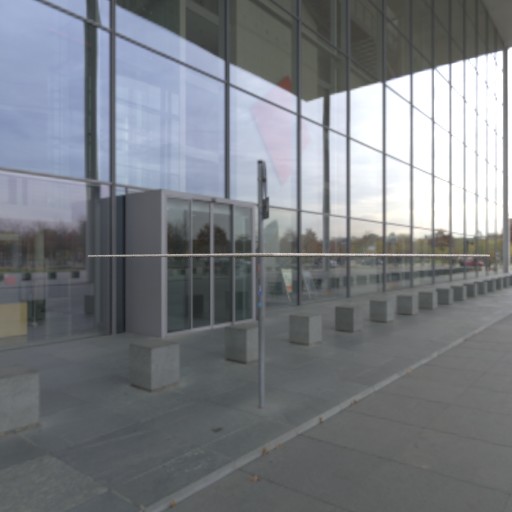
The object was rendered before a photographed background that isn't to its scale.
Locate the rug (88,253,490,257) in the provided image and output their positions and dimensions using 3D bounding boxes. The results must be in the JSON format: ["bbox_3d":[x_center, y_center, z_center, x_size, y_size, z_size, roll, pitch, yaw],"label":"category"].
[{"bbox_3d":[0.000,0.000,2.905,1.524,0.011,2.286,0,0,-36],"label":"rug"}]
